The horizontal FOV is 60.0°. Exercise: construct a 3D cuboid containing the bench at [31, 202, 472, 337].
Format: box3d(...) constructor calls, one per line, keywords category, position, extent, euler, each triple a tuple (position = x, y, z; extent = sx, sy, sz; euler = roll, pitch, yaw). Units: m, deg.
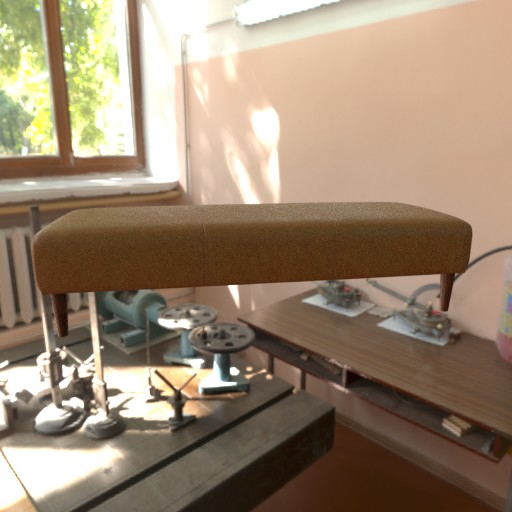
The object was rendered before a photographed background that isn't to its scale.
box3d(category="bench", position=(0.000, 0.000, 1.900), extent=(1.610, 0.399, 0.653), euler=(-2, 14, -9))
